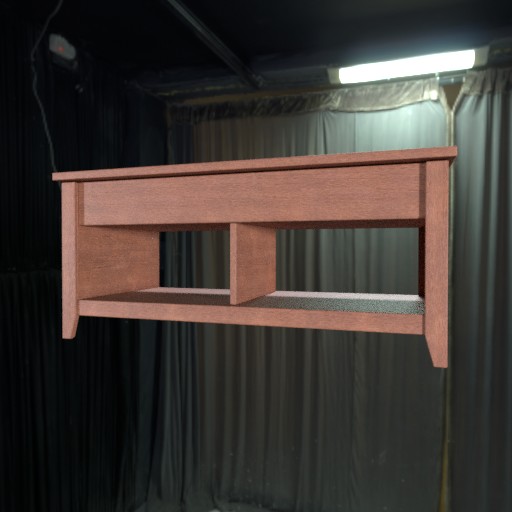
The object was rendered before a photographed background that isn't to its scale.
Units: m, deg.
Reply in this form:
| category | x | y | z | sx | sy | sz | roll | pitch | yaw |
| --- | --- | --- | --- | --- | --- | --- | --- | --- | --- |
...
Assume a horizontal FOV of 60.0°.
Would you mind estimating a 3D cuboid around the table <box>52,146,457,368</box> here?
| category | x | y | z | sx | sy | sz | roll | pitch | yaw |
| --- | --- | --- | --- | --- | --- | --- | --- | --- | --- |
| table | 0.000 | 0.000 | 1.286 | 1.016 | 0.457 | 0.483 | 0 | 1 | 18 |
